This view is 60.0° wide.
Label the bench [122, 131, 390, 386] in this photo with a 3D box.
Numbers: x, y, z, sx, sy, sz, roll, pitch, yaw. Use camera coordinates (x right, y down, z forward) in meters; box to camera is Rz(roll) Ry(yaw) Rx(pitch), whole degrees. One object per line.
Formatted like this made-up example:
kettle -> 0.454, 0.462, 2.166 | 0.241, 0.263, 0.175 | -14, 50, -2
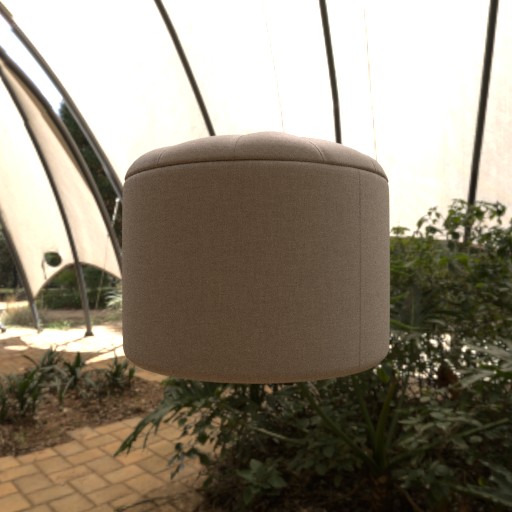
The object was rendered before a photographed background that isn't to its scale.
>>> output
bench -> 0.000, 0.000, 1.038 | 0.600, 0.453, 0.600 | 0, -1, 0
